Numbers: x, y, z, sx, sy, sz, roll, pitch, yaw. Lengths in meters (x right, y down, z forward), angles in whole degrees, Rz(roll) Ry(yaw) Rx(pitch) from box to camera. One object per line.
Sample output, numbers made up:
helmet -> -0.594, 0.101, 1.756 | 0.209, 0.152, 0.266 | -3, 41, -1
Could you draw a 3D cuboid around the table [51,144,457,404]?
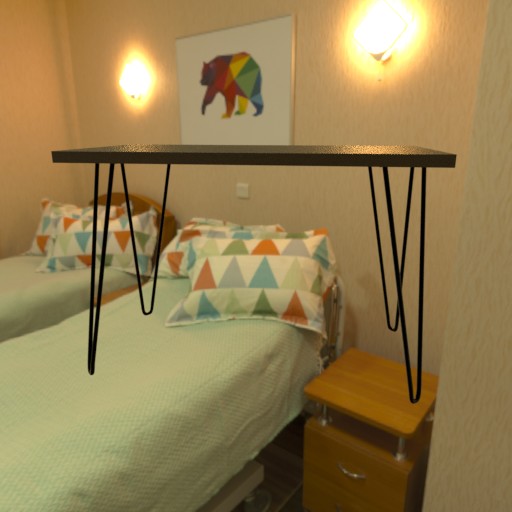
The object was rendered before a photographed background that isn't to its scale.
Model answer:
table -> 0.000, 0.000, 1.397 | 0.991, 0.660, 0.499 | 2, 16, 8
